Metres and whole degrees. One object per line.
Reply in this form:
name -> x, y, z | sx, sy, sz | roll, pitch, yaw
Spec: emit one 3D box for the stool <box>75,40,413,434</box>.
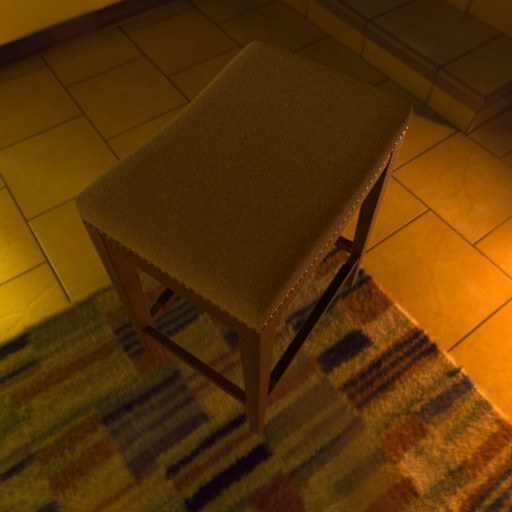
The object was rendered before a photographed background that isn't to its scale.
stool -> 0.000, 0.000, 0.959 | 0.356, 0.660, 0.508 | 30, 63, 17
